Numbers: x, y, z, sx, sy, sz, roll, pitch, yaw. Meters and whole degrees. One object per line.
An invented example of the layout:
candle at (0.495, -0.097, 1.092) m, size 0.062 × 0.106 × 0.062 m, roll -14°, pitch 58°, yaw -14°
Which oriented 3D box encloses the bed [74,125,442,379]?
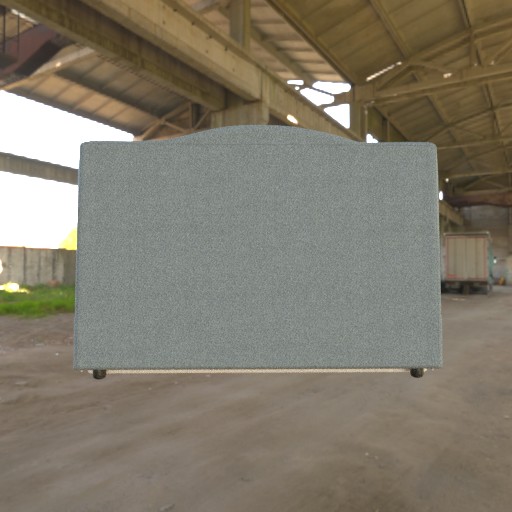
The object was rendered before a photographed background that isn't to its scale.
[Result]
bed at (0.000, 0.000, 3.850) m, size 2.161 × 1.457 × 2.689 m, roll 0°, pitch -1°, yaw -1°
